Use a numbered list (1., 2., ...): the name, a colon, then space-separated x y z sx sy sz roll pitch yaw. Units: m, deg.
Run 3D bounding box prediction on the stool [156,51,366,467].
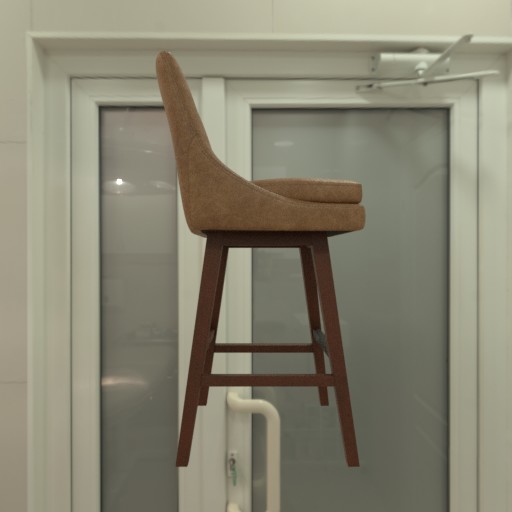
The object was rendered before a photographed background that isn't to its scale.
1. stool: 0.000 0.000 1.375 0.572 1.079 0.487 0 0 0
